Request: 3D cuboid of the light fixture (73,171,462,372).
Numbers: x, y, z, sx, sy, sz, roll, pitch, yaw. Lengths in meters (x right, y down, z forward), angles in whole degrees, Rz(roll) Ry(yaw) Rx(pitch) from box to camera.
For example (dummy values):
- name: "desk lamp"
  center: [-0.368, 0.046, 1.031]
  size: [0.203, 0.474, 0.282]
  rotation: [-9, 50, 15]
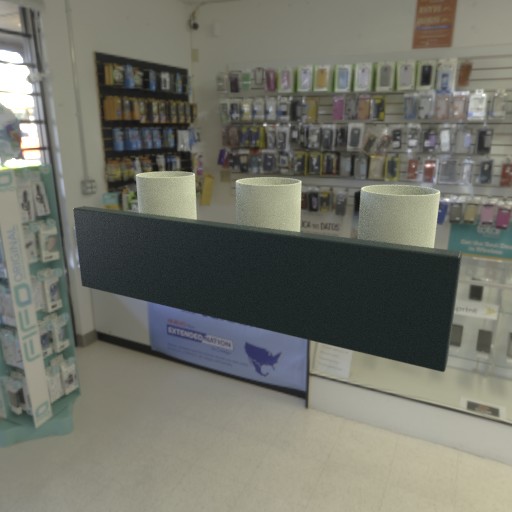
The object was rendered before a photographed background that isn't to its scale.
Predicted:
- name: "light fixture"
  center: [0.000, 0.000, 0.533]
  size: [0.451, 0.172, 0.145]
  rotation: [9, 19, 27]
